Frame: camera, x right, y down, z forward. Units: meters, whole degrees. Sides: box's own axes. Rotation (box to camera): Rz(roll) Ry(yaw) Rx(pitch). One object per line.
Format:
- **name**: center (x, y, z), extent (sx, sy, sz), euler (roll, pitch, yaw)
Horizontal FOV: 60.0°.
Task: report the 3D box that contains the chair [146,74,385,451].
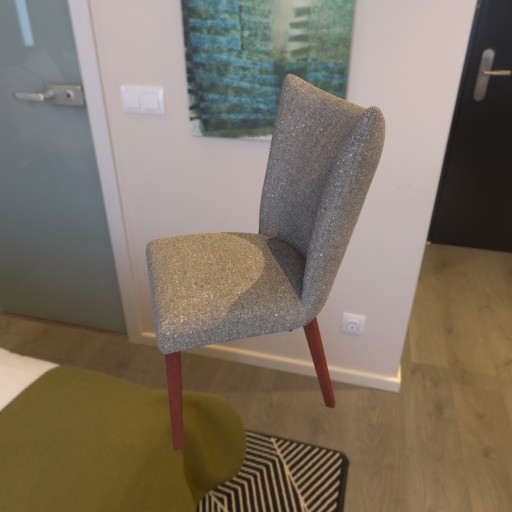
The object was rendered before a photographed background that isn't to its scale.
- **chair**: center (0.000, 0.000, 1.299), extent (0.623, 0.924, 0.535), euler (-8, 30, -13)
